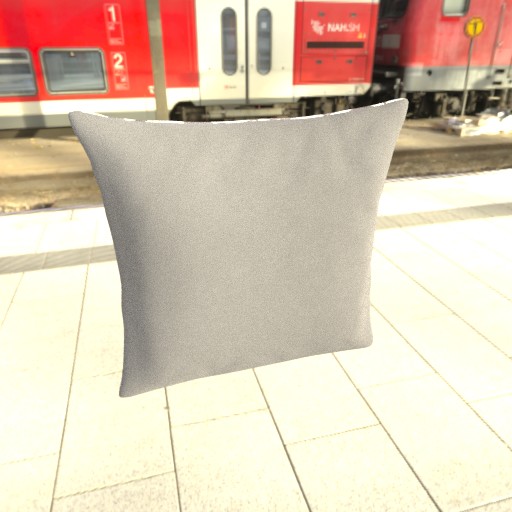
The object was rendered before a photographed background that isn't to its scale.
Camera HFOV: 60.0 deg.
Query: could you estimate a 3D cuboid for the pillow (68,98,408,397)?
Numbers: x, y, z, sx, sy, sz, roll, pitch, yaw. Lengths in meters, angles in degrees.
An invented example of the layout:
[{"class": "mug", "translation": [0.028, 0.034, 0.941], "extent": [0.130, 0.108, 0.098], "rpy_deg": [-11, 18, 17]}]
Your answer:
[{"class": "pillow", "translation": [0.000, 0.000, 0.772], "extent": [0.526, 0.507, 0.166], "rpy_deg": [-8, 27, -15]}]
